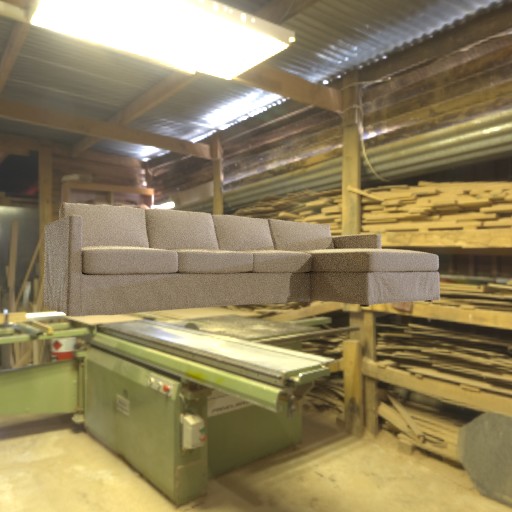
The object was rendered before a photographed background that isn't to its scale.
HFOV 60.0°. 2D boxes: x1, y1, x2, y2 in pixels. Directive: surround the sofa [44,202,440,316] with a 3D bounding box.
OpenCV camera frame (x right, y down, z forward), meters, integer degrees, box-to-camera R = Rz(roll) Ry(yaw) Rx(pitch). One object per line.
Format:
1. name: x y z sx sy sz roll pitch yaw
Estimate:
1. sofa: 0.000 0.000 3.949 3.206 0.871 1.622 1 -2 -35
